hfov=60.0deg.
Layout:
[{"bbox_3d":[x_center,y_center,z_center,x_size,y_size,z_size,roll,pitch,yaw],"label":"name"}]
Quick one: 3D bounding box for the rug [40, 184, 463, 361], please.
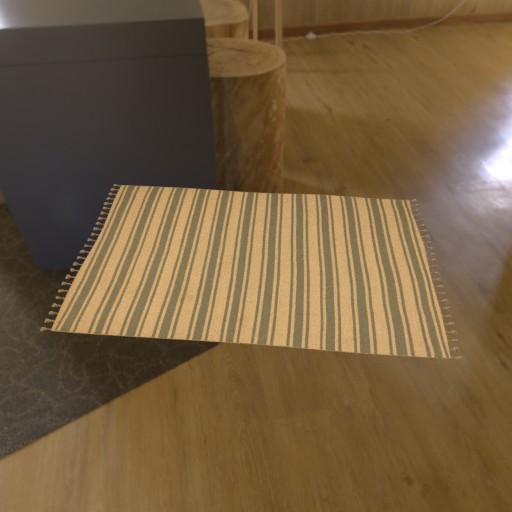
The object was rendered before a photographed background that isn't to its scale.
[{"bbox_3d":[0.000,0.000,2.574,2.084,0.009,1.222,3,46,3],"label":"rug"}]
